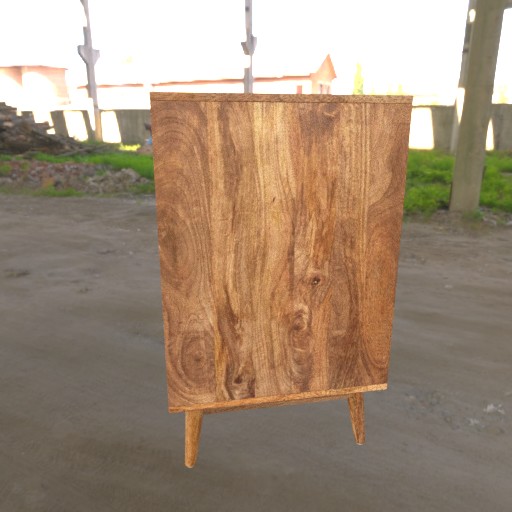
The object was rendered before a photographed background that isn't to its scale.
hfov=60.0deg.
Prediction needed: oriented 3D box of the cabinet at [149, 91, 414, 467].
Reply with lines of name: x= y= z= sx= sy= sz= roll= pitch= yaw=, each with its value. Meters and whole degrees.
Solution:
cabinet: x=0.000 y=0.000 z=1.167 sx=0.473 sy=0.758 sz=0.647 roll=-3 pitch=16 yaw=-10
